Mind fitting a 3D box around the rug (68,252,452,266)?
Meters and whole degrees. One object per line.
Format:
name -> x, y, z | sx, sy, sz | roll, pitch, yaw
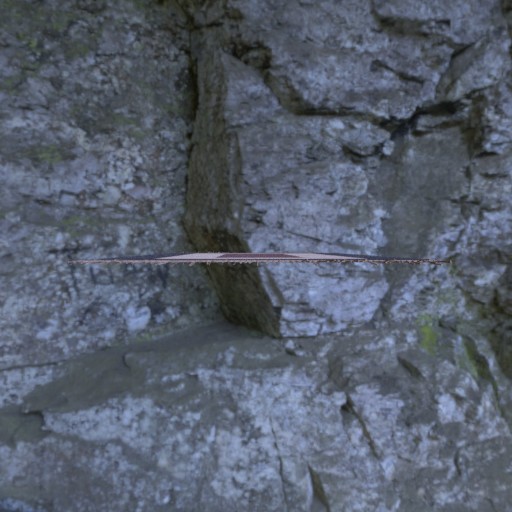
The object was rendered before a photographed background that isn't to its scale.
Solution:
rug -> 0.000, 0.000, 2.398 | 1.224, 0.027, 2.021 | 0, 1, -1
